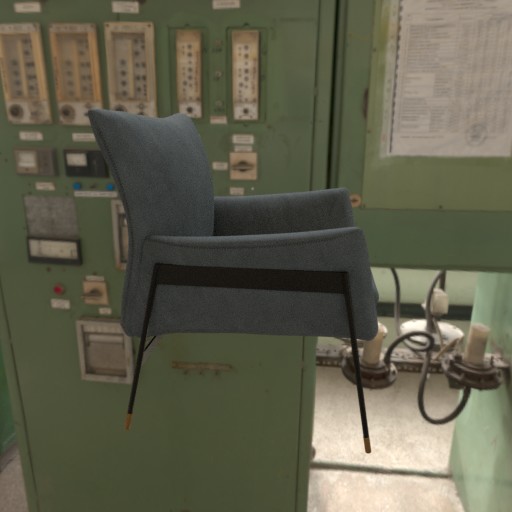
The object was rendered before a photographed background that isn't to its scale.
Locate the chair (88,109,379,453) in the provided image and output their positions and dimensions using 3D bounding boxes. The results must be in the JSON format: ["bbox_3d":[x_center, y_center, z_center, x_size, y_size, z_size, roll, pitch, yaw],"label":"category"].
[{"bbox_3d":[0.000,0.000,1.380,0.709,0.858,0.678,2,17,8],"label":"chair"}]
